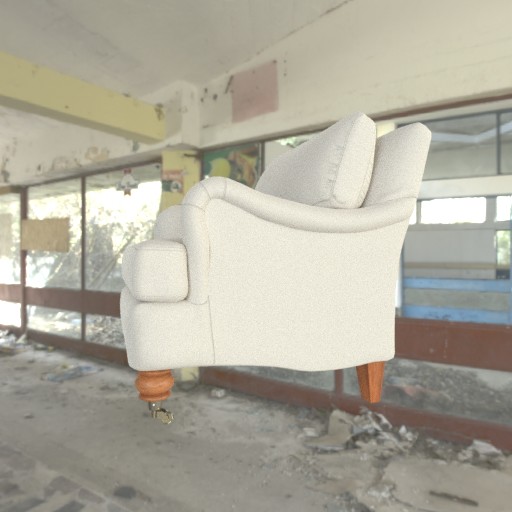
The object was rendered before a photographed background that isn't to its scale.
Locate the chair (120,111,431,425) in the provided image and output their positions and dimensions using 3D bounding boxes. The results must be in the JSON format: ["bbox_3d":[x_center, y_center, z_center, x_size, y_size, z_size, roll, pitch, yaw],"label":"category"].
[{"bbox_3d":[0.000,0.000,1.847,1.070,1.038,0.955,0,0,-18],"label":"chair"}]
